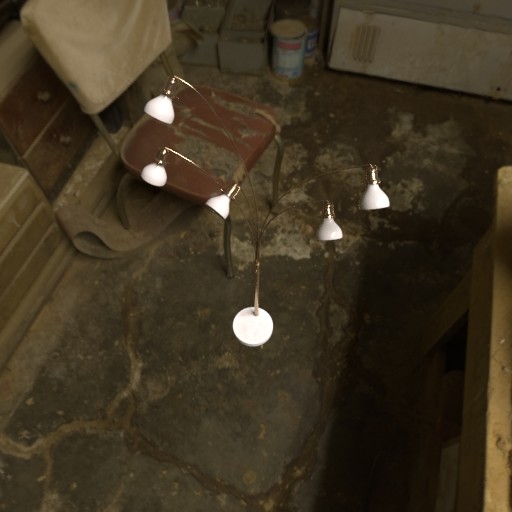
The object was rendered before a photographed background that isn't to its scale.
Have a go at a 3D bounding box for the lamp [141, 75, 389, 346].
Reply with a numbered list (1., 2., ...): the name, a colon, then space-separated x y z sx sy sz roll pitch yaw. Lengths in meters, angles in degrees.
1. lamp: 0.000 0.000 3.013 1.405 2.423 0.361 16 58 10
